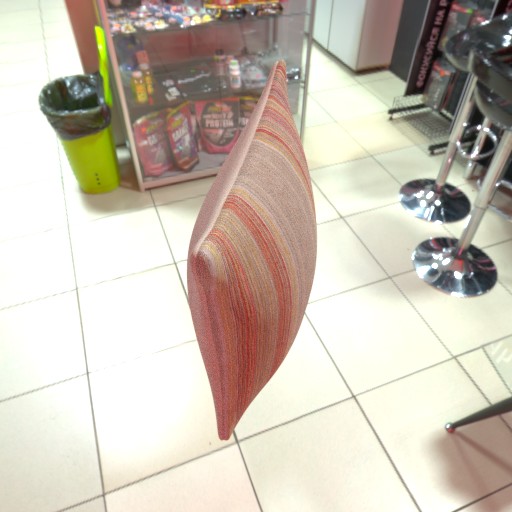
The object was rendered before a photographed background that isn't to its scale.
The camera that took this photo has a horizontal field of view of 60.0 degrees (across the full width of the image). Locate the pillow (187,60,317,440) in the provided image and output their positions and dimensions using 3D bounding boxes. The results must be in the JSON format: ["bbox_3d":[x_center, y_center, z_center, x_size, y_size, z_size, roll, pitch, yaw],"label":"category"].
[{"bbox_3d":[0.000,0.000,0.704,0.191,0.449,0.451,9,47,8],"label":"pillow"}]
